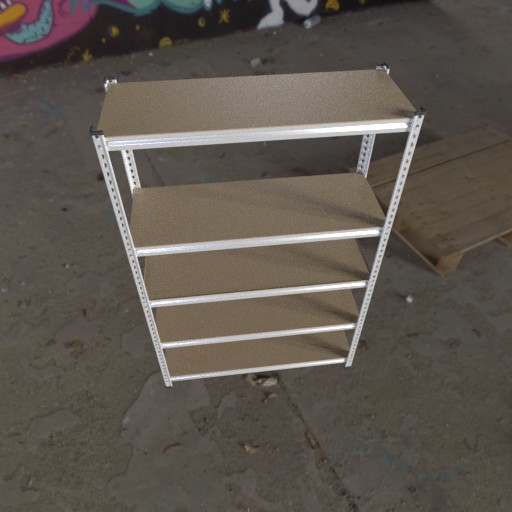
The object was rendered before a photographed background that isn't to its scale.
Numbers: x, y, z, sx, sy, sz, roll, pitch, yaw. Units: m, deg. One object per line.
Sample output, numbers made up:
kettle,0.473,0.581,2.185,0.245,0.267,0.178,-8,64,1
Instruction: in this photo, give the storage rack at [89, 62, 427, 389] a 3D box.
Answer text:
storage rack,0.000,0.000,2.392,1.219,1.829,0.457,-5,46,-5
